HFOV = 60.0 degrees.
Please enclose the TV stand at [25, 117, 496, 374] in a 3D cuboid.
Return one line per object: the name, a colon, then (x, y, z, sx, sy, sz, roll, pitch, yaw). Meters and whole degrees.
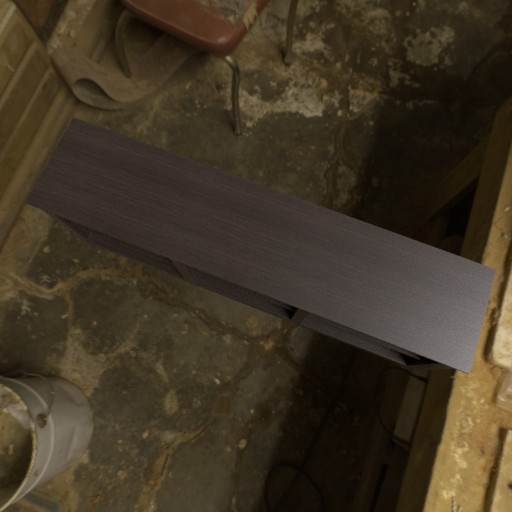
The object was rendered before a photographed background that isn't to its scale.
TV stand: (0.000, 0.000, 1.992, 1.778, 0.610, 0.406, 21, 76, 5)
